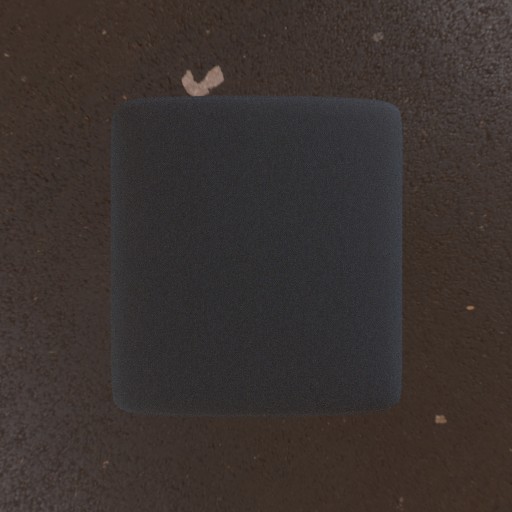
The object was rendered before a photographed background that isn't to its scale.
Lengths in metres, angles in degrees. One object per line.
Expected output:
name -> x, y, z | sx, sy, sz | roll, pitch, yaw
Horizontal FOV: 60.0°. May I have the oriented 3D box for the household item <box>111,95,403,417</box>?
household item -> 0.000, 0.000, 0.884 | 0.530, 0.420, 0.530 | 0, 90, -1
